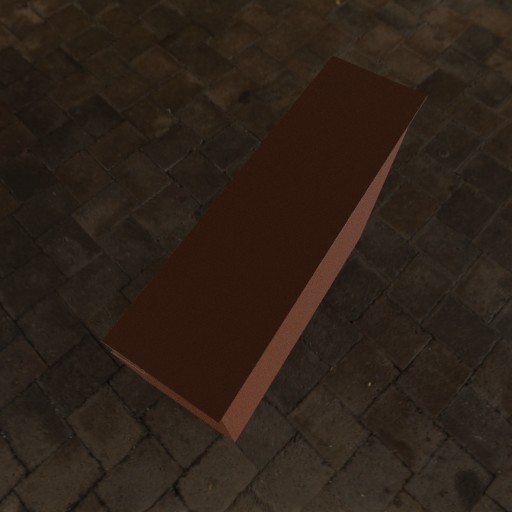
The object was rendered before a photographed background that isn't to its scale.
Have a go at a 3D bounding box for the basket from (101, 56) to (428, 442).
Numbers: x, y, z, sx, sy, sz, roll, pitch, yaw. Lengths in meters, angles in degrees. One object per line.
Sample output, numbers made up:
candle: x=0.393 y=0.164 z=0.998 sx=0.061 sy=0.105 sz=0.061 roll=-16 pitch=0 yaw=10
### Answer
basket: x=0.000 y=0.000 z=1.135 sx=0.376 sy=0.625 sz=0.792 roll=30 pitch=67 yaw=14
